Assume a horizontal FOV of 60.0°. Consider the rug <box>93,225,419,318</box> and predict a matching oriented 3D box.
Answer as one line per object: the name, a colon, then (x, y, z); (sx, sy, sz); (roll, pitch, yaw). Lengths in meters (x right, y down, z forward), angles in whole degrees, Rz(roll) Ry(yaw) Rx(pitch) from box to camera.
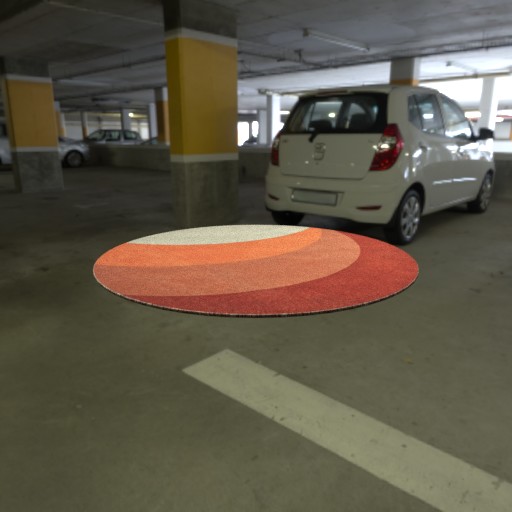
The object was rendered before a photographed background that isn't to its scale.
rug: (0.000, 0.000, 2.184); (1.514, 0.015, 1.514); (0, 15, 0)
